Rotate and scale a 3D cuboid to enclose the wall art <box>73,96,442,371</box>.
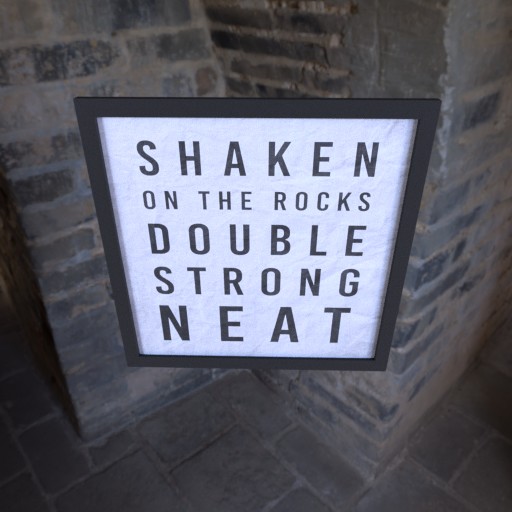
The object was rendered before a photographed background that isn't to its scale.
[{"bbox_3d":[0.000,0.000,0.671,0.456,0.458,0.013,1,31,1],"label":"wall art"}]
